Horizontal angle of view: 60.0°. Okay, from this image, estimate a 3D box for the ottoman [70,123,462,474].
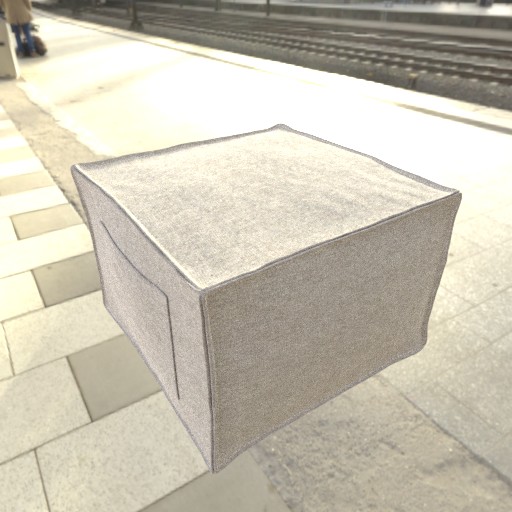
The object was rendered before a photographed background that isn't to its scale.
[{"bbox_3d":[0.000,0.000,1.158,0.696,0.470,0.707,-20,37,-29],"label":"ottoman"}]
